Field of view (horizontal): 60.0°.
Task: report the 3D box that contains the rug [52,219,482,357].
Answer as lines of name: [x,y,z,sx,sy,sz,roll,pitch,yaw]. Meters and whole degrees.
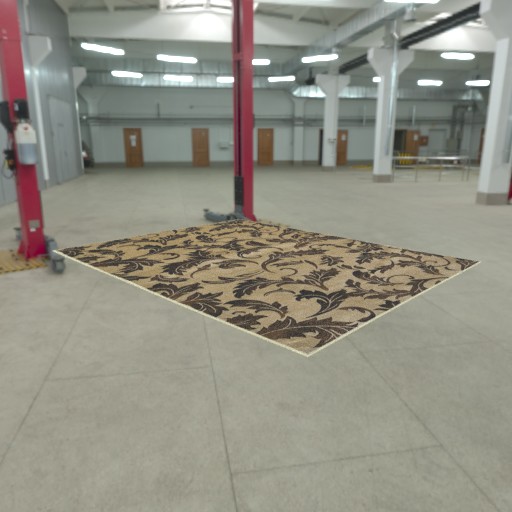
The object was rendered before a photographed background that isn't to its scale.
rug: [0.000,0.000,3.901,2.977,0.008,2.380,14,20,43]
